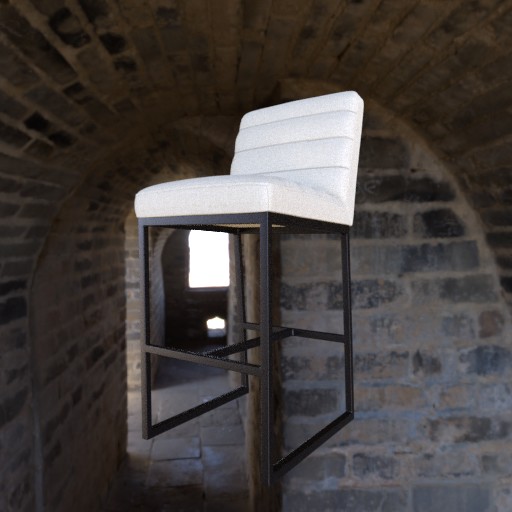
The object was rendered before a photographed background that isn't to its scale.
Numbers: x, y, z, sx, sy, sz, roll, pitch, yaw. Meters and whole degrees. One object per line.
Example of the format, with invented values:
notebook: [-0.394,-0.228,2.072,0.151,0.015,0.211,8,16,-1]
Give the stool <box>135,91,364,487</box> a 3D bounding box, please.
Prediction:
stool: [0.000,0.000,1.331,0.460,1.040,0.560,1,2,36]
